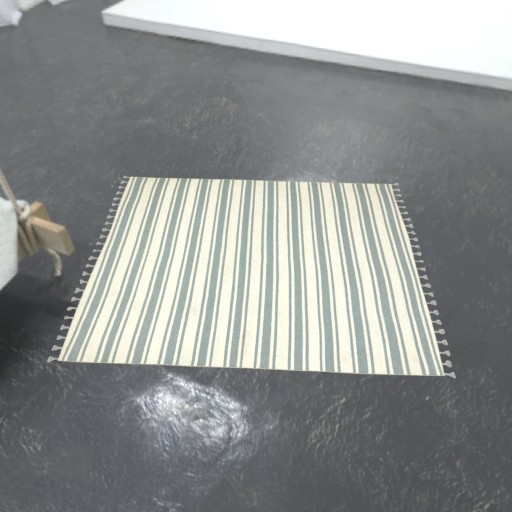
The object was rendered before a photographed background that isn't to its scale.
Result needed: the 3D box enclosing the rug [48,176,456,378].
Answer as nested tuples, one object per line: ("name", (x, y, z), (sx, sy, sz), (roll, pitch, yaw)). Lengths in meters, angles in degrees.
("rug", (0.000, 0.000, 4.266), (3.201, 0.005, 2.439), (2, 46, 2))
